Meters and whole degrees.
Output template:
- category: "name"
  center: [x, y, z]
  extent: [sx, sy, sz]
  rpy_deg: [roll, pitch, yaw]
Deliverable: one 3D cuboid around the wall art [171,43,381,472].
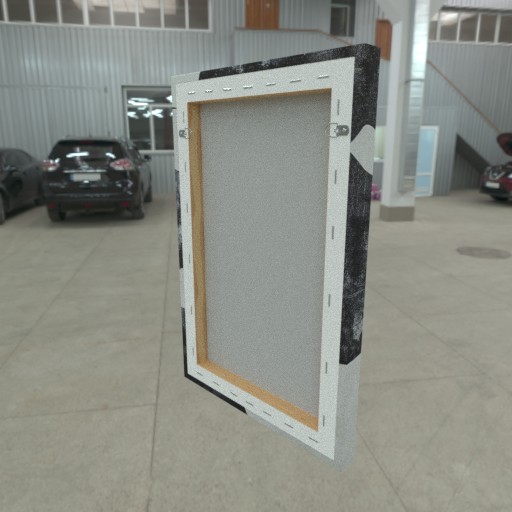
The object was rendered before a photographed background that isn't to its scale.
- category: "wall art"
  center: [0.000, 0.000, 0.760]
  extent: [0.039, 0.610, 0.407]
  rpy_deg: [-14, 20, -43]
